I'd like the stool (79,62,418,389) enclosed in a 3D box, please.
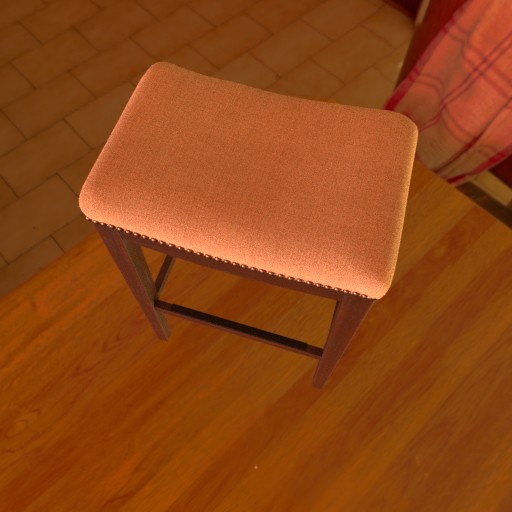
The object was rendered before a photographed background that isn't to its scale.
[{"bbox_3d":[0.000,0.000,1.047,0.509,0.768,0.363,15,65,7],"label":"stool"}]
